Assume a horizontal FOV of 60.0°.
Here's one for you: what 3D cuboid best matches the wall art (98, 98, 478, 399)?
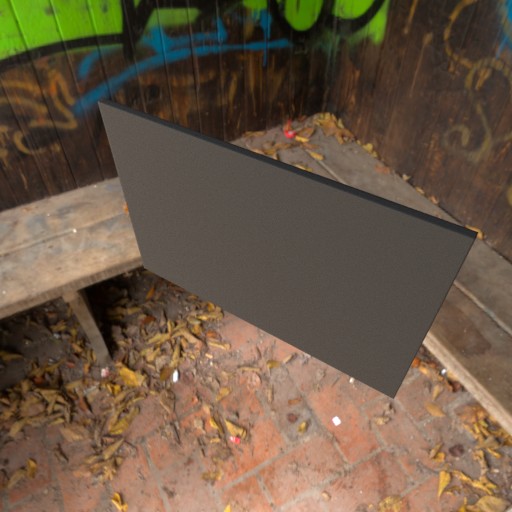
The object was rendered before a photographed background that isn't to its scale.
[{"bbox_3d":[0.000,0.000,1.228,0.958,0.656,0.026,25,52,21],"label":"wall art"}]
